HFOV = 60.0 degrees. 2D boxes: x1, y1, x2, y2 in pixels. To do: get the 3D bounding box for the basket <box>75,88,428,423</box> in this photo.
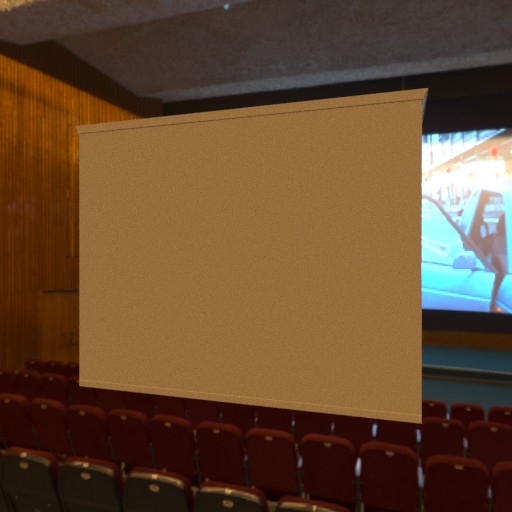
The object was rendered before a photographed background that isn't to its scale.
[{"bbox_3d":[0.000,0.000,1.124,0.792,0.625,0.376,0,0,18],"label":"basket"}]
